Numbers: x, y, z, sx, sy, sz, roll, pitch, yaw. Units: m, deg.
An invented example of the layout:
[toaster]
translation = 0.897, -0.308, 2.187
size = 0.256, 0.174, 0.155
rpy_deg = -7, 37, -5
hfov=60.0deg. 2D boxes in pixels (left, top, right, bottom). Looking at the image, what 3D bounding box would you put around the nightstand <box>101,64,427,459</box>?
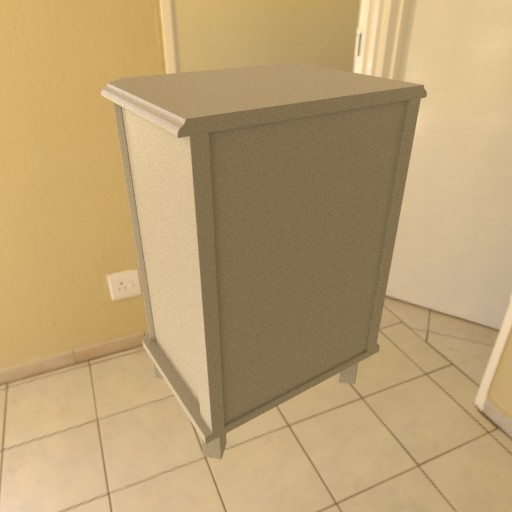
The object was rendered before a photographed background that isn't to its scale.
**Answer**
[nightstand]
translation = 0.000, 0.000, 0.919
size = 0.450, 0.680, 0.350
rpy_deg = -18, 35, -28
